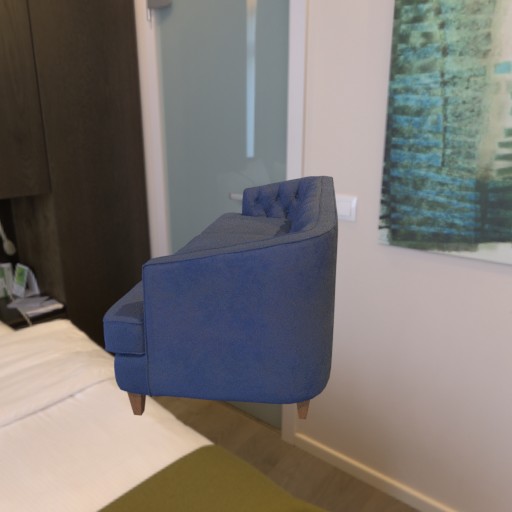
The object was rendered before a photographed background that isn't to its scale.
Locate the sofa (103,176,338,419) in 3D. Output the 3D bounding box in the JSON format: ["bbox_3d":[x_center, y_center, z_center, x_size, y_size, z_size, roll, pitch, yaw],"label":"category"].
[{"bbox_3d":[0.000,0.000,2.760,0.941,0.855,2.278,2,16,8],"label":"sofa"}]
